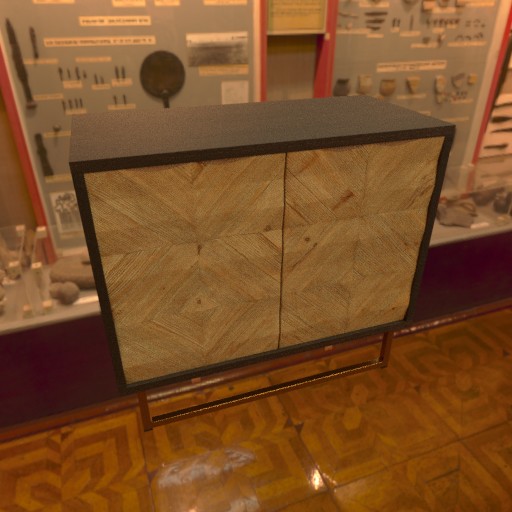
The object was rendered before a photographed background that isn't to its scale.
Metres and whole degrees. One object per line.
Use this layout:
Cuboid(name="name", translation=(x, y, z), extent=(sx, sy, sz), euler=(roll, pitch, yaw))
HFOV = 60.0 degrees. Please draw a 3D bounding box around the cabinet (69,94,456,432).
Cuboid(name="cabinet", translation=(0.000, 0.000, 1.424), extent=(0.950, 0.860, 0.451), euler=(-10, 31, -16))
